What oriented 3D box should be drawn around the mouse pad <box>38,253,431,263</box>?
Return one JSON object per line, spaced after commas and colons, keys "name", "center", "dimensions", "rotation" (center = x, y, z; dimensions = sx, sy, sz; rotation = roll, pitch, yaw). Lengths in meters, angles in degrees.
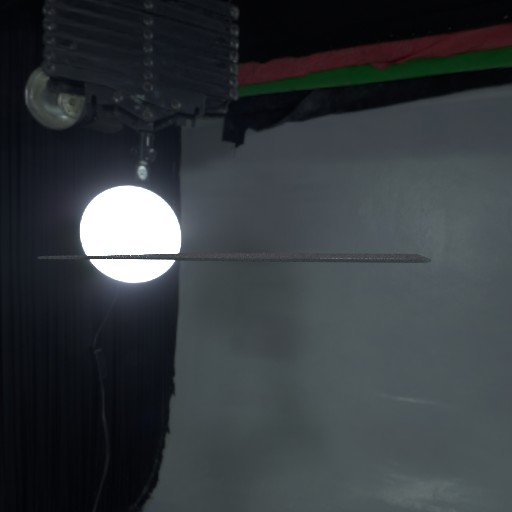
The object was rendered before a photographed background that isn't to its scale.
{"name": "mouse pad", "center": [0.000, 0.000, 0.446], "dimensions": [0.315, 0.002, 0.269], "rotation": [0, 1, 18]}
